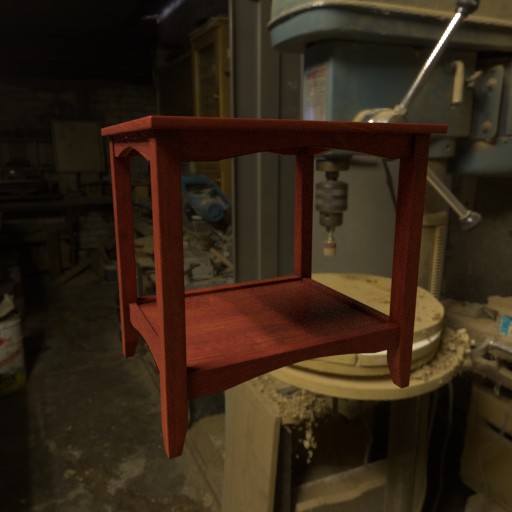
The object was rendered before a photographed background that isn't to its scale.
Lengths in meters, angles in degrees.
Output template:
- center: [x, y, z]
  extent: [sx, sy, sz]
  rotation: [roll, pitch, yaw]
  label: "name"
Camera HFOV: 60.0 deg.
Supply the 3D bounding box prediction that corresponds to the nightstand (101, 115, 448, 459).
- center: [0.000, 0.000, 0.997]
  extent: [0.558, 0.558, 0.501]
  rotation: [-7, 15, -25]
  label: "nightstand"
